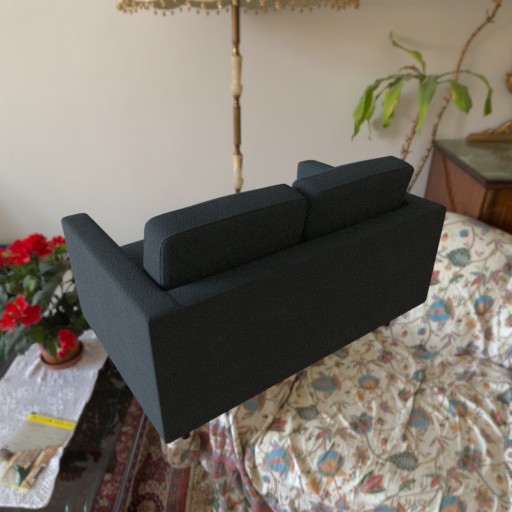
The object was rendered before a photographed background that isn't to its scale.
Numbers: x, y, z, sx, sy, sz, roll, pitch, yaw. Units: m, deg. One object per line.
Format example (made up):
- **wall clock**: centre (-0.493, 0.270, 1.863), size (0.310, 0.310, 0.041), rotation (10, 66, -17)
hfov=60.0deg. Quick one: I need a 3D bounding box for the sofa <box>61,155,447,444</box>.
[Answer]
- **sofa**: centre (0.000, 0.000, 2.171), size (1.518, 0.930, 0.999), rotation (-19, 35, -31)
